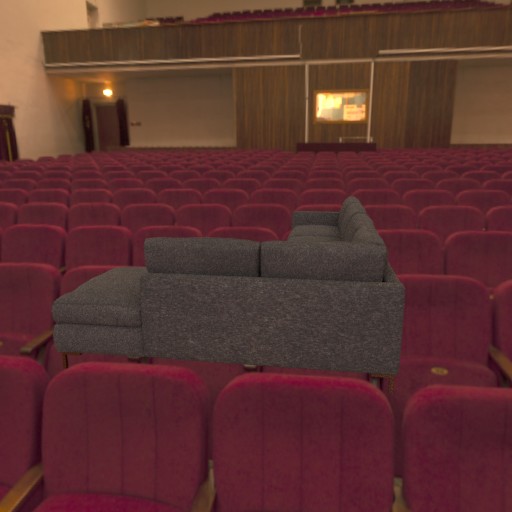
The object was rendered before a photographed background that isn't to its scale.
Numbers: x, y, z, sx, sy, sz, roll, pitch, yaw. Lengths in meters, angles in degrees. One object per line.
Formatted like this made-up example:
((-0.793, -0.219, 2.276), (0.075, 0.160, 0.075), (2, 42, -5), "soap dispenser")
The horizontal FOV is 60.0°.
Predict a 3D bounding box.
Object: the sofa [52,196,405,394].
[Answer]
((0.000, 0.000, 3.841), (2.007, 0.815, 2.949), (2, 13, 9), "sofa")
